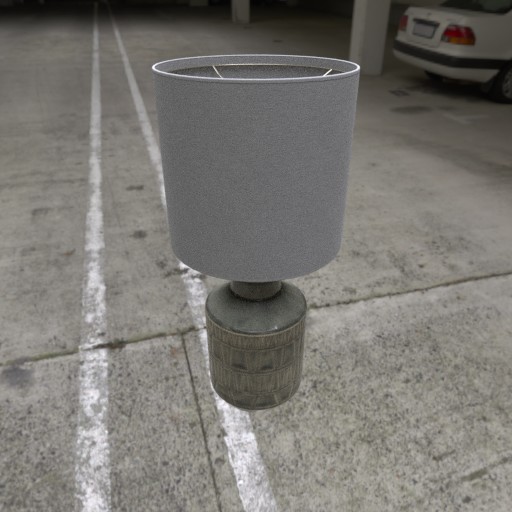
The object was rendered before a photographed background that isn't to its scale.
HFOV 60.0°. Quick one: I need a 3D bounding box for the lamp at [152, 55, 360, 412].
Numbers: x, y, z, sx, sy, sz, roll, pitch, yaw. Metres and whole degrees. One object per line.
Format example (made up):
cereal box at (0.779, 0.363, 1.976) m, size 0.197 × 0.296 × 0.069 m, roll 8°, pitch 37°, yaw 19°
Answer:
lamp at (0.000, 0.000, 0.570) m, size 0.211 × 0.455 × 0.211 m, roll -9°, pitch 31°, yaw -15°
